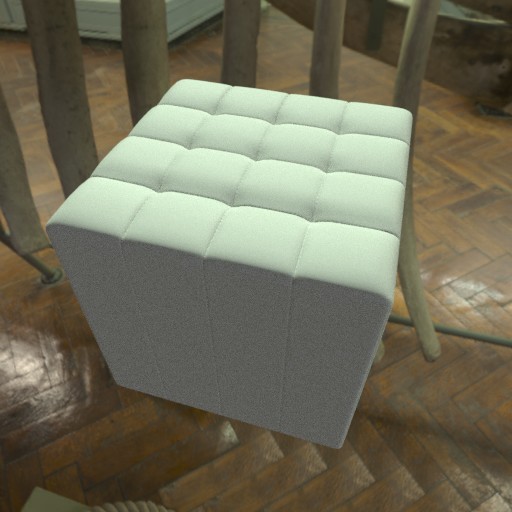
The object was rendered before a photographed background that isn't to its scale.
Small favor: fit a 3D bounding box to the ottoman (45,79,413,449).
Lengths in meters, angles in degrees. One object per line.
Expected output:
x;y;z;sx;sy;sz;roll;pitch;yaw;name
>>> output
0.000;0.000;0.785;0.425;0.432;0.425;12;47;11;ottoman
